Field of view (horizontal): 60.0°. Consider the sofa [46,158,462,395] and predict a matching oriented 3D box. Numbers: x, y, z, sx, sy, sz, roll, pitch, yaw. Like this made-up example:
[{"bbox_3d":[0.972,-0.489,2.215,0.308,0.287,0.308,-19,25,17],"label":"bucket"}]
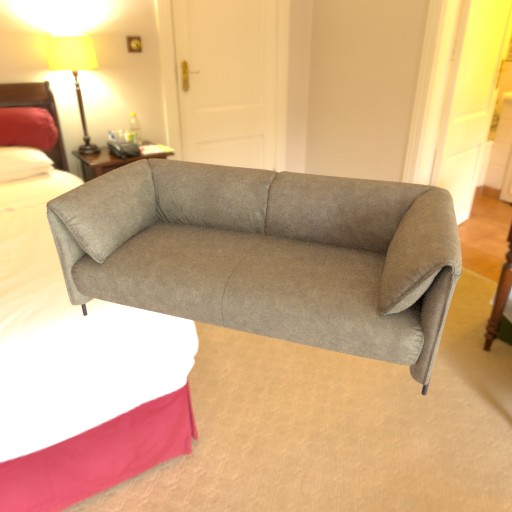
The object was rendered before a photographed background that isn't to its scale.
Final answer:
[{"bbox_3d":[0.000,0.000,2.350,1.878,0.747,0.905,9,28,18],"label":"sofa"}]
